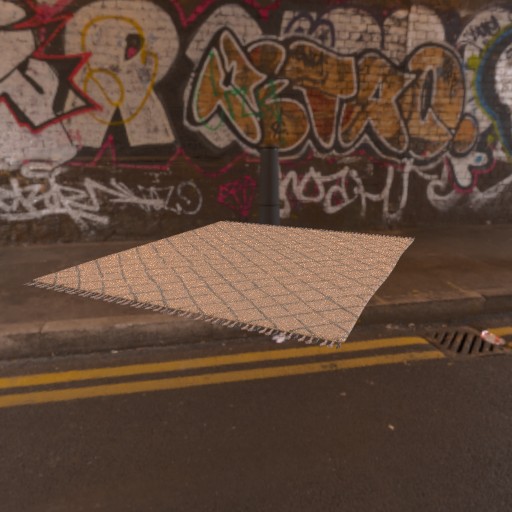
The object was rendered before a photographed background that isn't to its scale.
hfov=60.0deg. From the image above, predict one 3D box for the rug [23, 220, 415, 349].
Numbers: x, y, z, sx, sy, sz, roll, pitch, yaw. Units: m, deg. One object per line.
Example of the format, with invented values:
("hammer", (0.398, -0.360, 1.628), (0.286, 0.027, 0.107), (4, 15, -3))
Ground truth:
("rug", (0.000, 0.000, 4.867), (2.892, 0.036, 3.585), (7, 16, 25))
